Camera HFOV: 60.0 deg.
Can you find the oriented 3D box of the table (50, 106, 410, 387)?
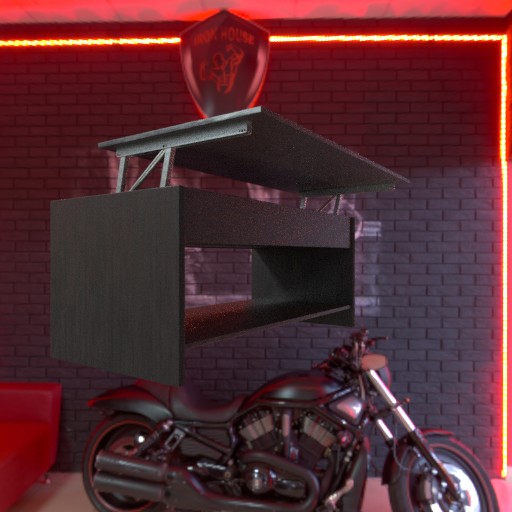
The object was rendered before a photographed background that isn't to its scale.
[{"bbox_3d":[0.000,0.000,1.451,0.712,0.570,1.000,0,0,35],"label":"table"}]
